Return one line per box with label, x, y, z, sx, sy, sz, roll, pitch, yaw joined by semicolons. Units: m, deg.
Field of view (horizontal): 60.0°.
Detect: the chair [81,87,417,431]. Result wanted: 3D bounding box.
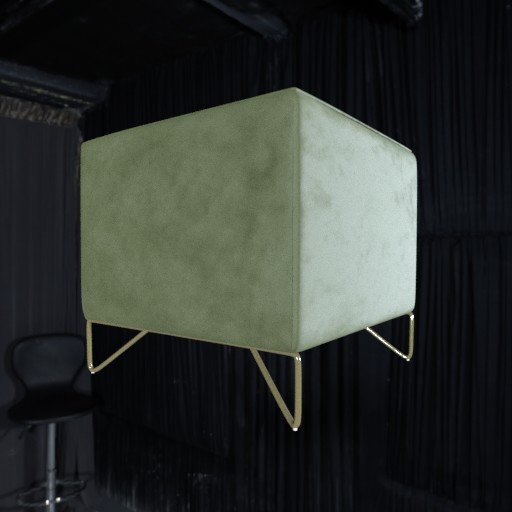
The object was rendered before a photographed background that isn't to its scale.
chair;0.000;0.000;1.593;0.894;0.790;0.880;1;1;37
